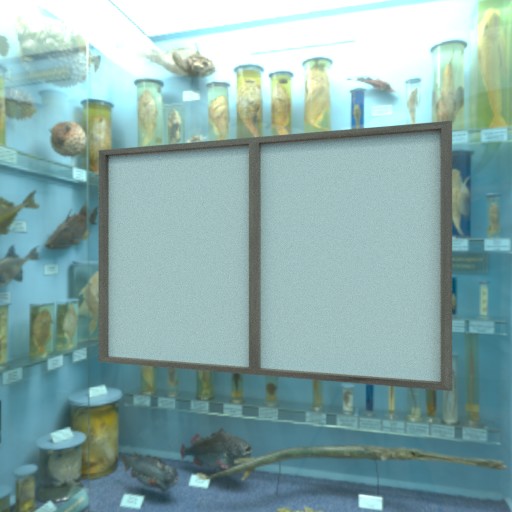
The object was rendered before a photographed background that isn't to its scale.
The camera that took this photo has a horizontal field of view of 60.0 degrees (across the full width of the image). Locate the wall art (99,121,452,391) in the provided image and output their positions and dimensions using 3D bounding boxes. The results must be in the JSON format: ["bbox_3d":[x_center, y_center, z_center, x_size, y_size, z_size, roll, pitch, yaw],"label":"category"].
[{"bbox_3d":[0.000,0.000,1.134,0.919,0.598,0.038,0,0,17],"label":"wall art"}]
